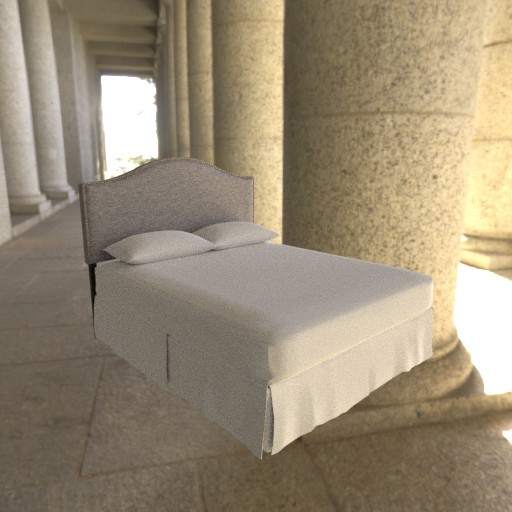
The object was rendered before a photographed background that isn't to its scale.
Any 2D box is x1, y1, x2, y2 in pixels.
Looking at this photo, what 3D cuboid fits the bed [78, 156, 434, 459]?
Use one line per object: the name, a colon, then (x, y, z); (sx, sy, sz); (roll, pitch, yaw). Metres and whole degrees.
bed: (0.000, 0.000, 2.967); (1.610, 1.295, 1.870); (-12, 17, -42)
